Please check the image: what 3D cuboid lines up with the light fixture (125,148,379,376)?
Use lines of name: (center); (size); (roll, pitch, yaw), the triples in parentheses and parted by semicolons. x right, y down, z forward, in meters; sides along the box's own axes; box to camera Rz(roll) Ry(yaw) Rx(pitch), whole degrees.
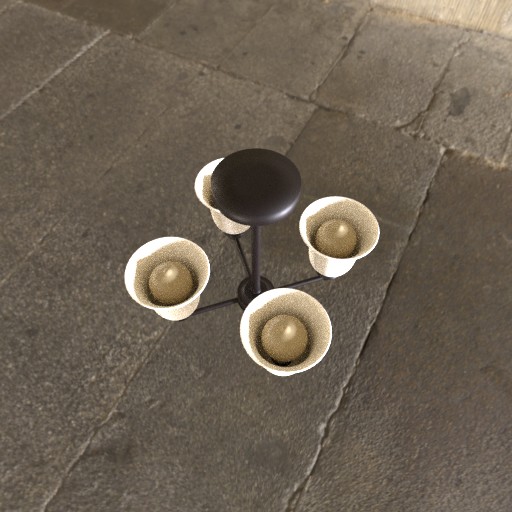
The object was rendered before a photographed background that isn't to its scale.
light fixture: (0.000, 0.000, 1.857); (1.069, 0.925, 1.069); (-15, 58, -9)
